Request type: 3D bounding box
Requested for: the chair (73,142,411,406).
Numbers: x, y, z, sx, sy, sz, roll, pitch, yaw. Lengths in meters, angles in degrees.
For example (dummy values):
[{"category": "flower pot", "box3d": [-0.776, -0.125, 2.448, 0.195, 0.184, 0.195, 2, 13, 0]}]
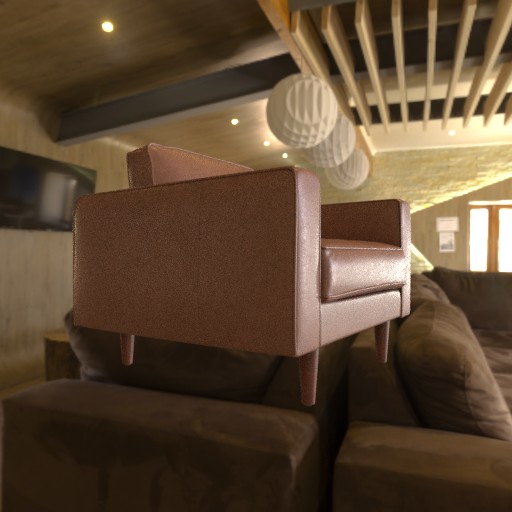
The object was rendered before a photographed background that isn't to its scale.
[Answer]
[{"category": "chair", "box3d": [0.000, 0.000, 1.580, 0.900, 0.770, 0.920, 0, 0, 35]}]
